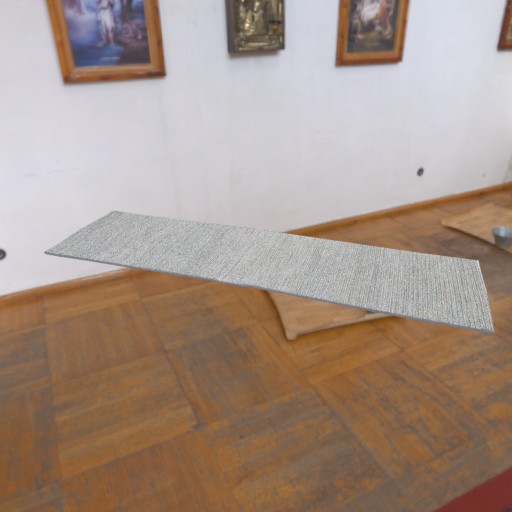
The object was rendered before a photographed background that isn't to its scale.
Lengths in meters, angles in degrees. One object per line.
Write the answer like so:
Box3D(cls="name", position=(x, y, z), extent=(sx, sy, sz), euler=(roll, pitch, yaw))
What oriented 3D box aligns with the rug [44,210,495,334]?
Box3D(cls="rug", position=(0.000, 0.000, 2.465), extent=(2.341, 0.037, 0.675), euler=(9, 28, 17))
